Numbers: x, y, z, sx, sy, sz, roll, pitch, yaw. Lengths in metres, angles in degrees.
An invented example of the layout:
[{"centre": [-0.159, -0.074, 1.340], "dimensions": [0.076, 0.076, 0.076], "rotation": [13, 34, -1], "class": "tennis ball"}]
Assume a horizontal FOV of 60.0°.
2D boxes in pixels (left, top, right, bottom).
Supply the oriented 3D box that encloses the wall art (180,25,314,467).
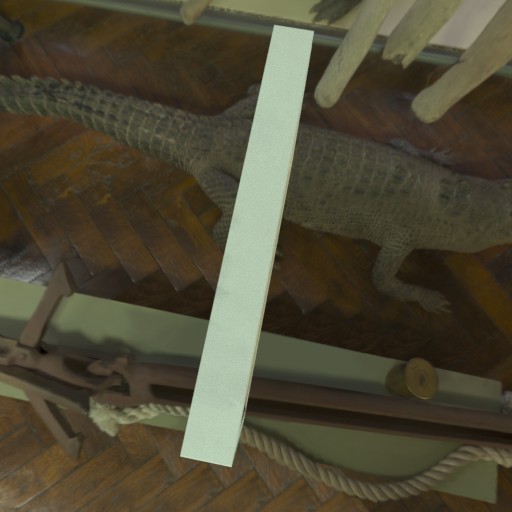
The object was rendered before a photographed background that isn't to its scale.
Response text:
[{"centre": [0.000, 0.000, 0.489], "dimensions": [0.038, 0.254, 0.381], "rotation": [10, 75, 3], "class": "wall art"}]
